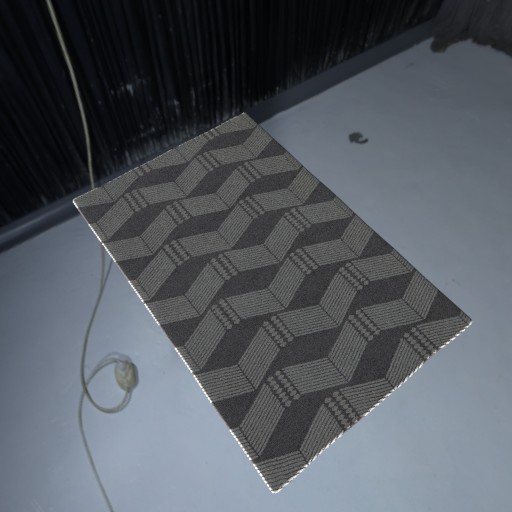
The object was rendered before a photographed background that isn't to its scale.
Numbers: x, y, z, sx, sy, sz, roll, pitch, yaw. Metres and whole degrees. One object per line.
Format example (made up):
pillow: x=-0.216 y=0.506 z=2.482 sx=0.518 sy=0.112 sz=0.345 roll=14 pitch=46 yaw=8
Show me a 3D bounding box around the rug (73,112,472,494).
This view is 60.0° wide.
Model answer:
rug: x=0.000 y=0.000 z=2.298 sx=1.210 sy=0.016 sz=1.833 roll=-33 pitch=64 yaw=-18
